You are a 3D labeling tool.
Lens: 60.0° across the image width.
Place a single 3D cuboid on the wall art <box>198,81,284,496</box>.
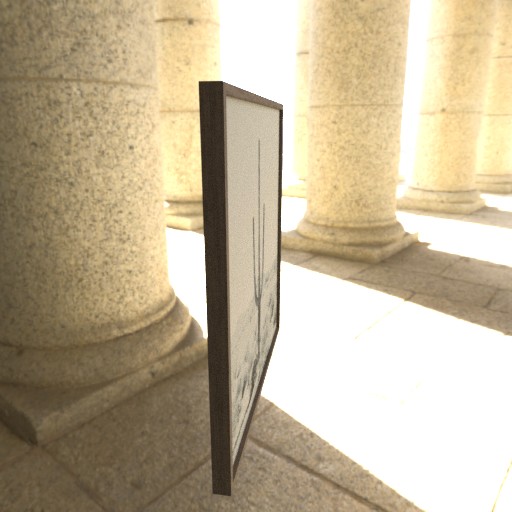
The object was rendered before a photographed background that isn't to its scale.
[{"bbox_3d":[0.000,0.000,1.125,0.038,0.762,0.762,3,17,10],"label":"wall art"}]
